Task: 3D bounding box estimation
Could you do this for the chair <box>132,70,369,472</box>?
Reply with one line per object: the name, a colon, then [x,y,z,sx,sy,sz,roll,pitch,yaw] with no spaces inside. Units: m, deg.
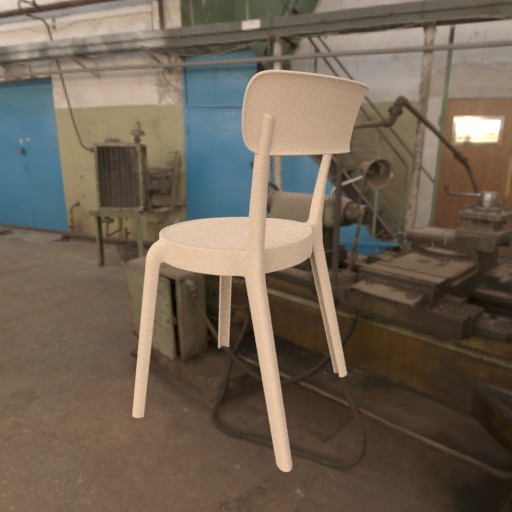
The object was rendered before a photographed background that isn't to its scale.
chair: [0.000,0.000,1.104,0.491,0.790,0.506,7,17,26]
